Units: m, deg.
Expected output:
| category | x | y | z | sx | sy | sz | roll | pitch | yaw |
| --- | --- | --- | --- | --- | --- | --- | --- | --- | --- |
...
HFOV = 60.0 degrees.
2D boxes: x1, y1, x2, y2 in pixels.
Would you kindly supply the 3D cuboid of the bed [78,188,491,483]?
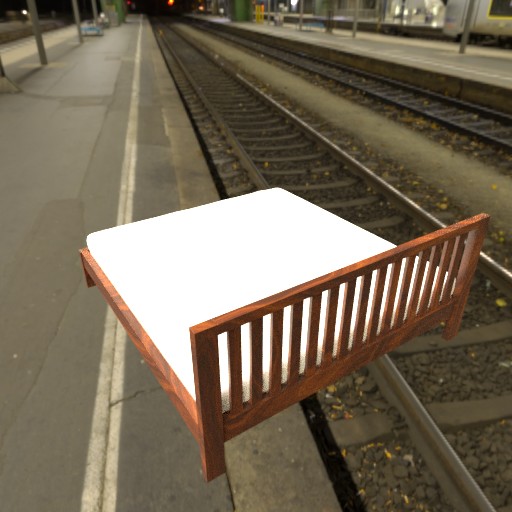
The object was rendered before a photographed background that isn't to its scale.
| category | x | y | z | sx | sy | sz | roll | pitch | yaw |
| --- | --- | --- | --- | --- | --- | --- | --- | --- | --- |
| bed | 0.000 | 0.000 | 3.052 | 1.905 | 0.890 | 2.030 | -18 | 34 | -29 |
